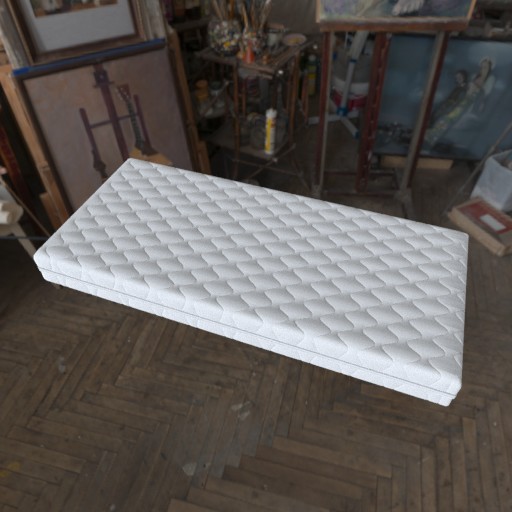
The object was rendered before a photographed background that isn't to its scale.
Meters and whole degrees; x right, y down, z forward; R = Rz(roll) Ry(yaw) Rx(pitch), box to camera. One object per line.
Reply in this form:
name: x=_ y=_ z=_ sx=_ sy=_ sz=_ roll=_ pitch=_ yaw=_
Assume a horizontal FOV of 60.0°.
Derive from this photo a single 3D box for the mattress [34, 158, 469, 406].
mattress: x=0.000 y=0.000 z=2.263 sx=2.000 sy=0.200 sz=0.900 roll=15 pitch=48 yaw=14
